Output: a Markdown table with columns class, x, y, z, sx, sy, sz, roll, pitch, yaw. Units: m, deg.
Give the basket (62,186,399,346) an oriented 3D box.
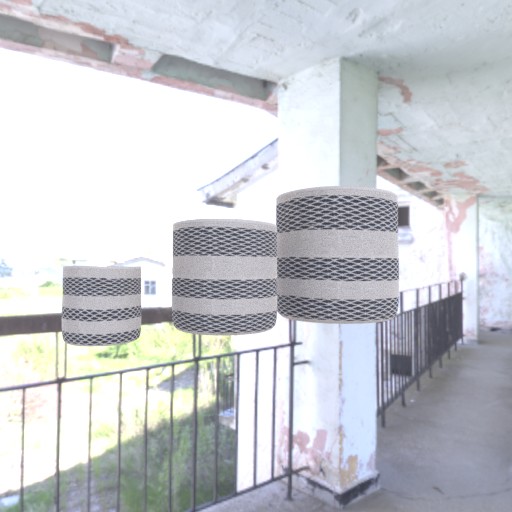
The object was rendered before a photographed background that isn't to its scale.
| class | x | y | z | sx | sy | sz | roll | pitch | yaw |
| --- | --- | --- | --- | --- | --- | --- | --- | --- | --- |
| basket | 0.000 | 0.000 | 1.125 | 0.917 | 0.356 | 0.351 | 1 | -1 | -35 |
